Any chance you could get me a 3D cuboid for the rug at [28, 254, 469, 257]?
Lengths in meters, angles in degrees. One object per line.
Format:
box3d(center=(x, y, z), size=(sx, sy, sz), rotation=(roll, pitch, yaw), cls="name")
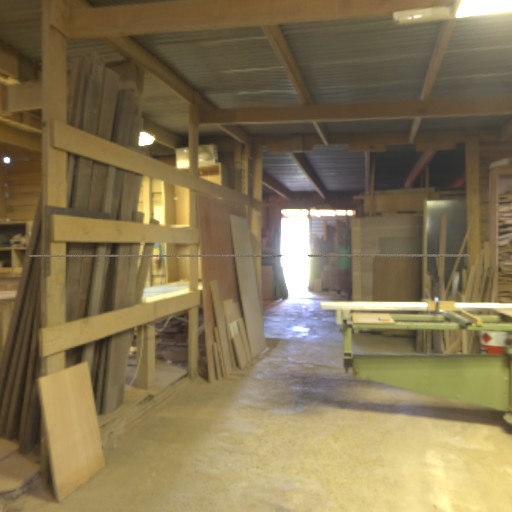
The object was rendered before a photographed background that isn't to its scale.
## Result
box3d(center=(0.000, 0.000, 3.056), size=(2.438, 0.011, 1.524), rotation=(0, 0, 16), cls="rug")
